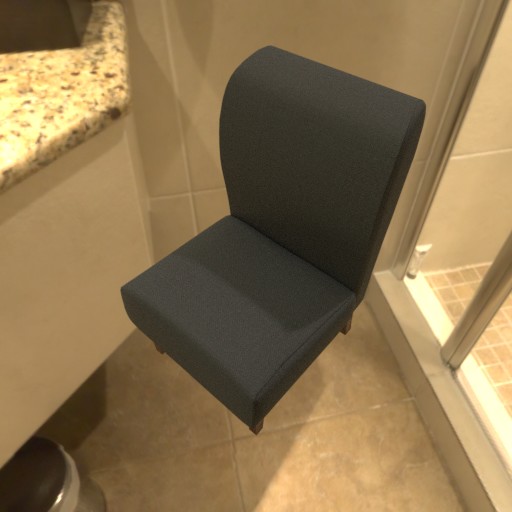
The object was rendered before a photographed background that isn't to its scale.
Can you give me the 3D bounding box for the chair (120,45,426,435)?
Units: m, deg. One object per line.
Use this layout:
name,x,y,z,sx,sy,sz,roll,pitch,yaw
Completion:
chair,0.000,0.000,1.167,0.513,0.804,0.592,32,55,26
